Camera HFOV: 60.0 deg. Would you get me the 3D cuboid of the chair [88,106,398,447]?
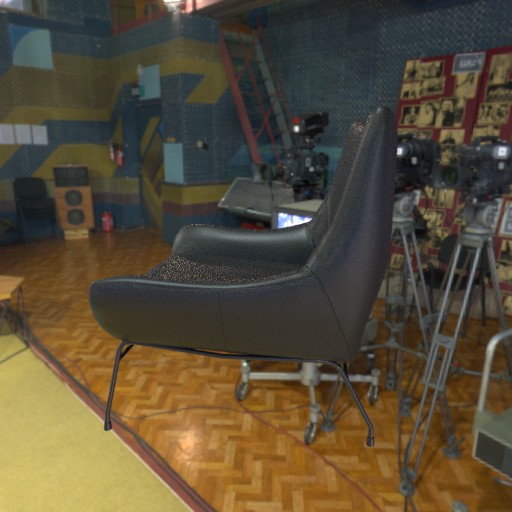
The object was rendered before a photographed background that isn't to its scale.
[{"bbox_3d":[0.000,0.000,1.511,0.826,0.922,0.836,2,15,8],"label":"chair"}]
